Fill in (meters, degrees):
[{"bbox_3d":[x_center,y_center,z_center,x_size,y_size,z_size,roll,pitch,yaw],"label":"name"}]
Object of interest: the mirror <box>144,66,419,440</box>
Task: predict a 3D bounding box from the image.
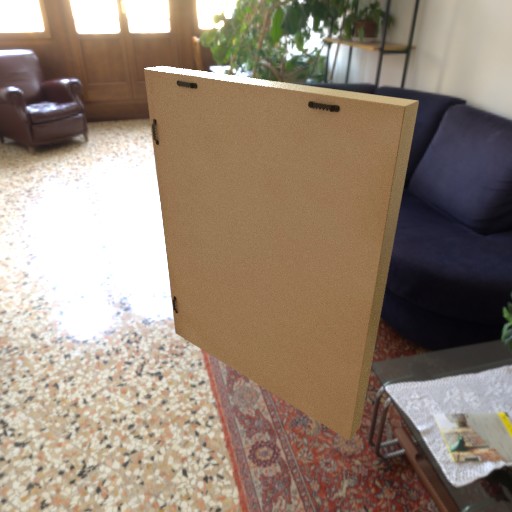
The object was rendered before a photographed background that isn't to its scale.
[{"bbox_3d":[0.000,0.000,0.686,0.405,0.508,0.041,23,37,33],"label":"mirror"}]
